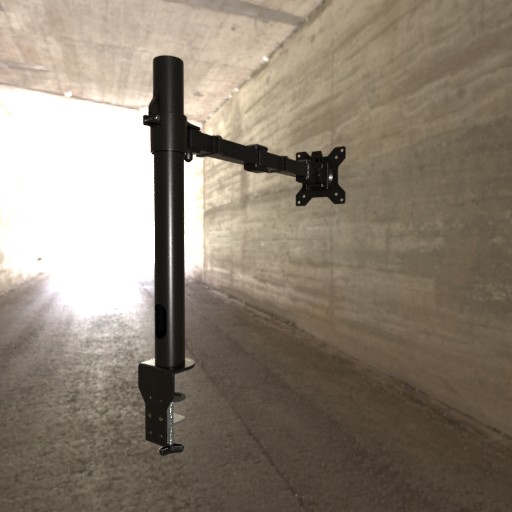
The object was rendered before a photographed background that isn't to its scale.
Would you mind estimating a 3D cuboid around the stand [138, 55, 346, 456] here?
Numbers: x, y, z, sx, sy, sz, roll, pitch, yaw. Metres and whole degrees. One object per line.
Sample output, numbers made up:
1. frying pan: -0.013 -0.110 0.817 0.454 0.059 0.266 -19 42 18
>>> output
1. stand: 0.000 0.000 0.736 0.115 0.510 0.456 1 2 35
